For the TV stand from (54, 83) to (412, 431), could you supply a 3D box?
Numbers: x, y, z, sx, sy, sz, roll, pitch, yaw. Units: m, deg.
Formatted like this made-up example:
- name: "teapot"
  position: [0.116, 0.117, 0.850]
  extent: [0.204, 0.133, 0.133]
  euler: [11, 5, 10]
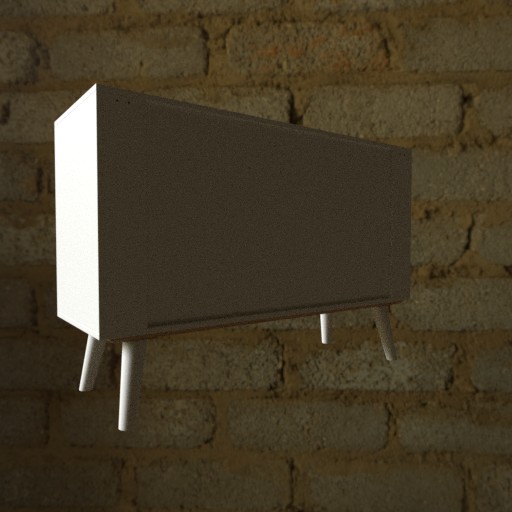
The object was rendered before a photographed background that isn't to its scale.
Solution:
- name: "TV stand"
  position: [0.000, 0.000, 1.526]
  extent: [1.193, 0.812, 0.406]
  euler: [-1, 2, -36]
